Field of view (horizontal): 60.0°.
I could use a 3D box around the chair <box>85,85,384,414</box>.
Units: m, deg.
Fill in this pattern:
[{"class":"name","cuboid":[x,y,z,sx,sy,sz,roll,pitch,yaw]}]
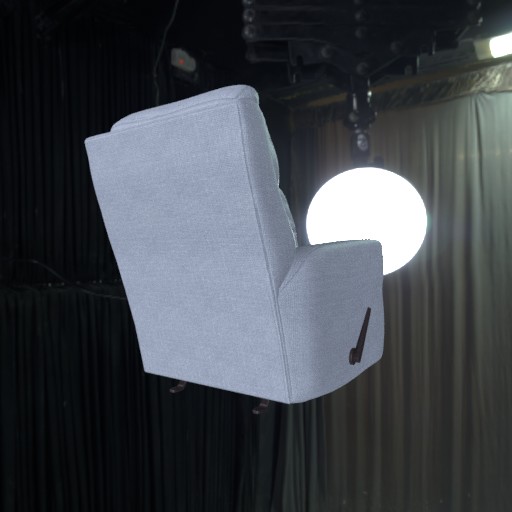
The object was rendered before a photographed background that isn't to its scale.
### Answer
[{"class":"chair","cuboid":[0.000,0.000,1.774,0.829,1.030,1.080,0,0,35]}]
